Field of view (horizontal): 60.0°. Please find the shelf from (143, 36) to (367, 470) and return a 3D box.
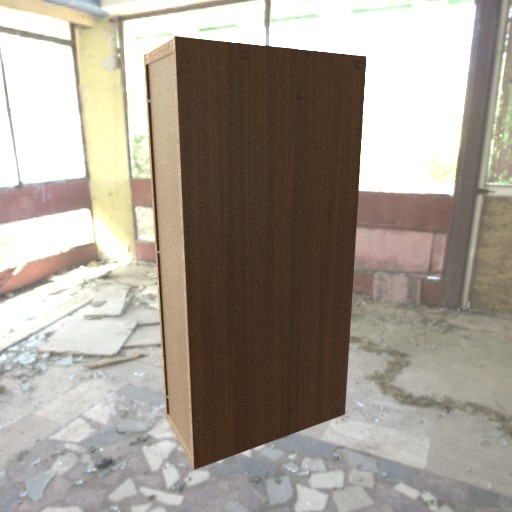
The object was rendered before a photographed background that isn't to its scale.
[{"bbox_3d":[0.000,0.000,0.718,0.290,0.600,0.147,-8,17,-27],"label":"shelf"}]
